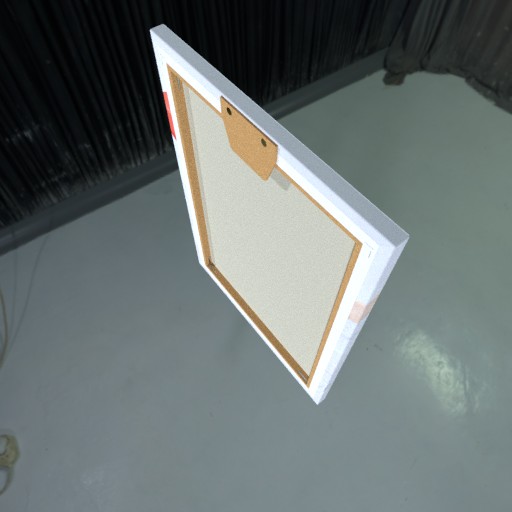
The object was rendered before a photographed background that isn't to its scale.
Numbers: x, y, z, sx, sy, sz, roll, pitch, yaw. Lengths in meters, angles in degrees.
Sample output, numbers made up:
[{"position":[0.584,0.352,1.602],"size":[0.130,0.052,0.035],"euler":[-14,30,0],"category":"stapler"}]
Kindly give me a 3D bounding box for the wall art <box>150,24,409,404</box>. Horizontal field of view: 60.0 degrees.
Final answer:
[{"position":[0.000,0.000,1.061],"size":[0.036,0.848,0.613],"euler":[-34,64,-19],"category":"wall art"}]
